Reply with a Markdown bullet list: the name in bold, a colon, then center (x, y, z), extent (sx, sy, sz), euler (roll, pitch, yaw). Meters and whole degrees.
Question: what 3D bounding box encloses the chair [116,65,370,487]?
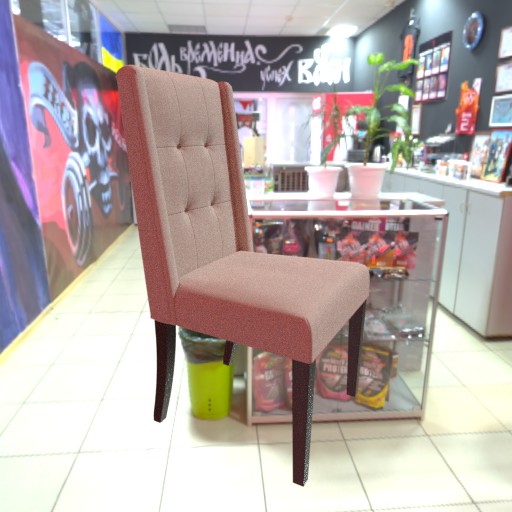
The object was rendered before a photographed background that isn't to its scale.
- **chair**: center (0.000, 0.000, 1.217), extent (0.523, 0.961, 0.474), euler (8, 17, 27)
